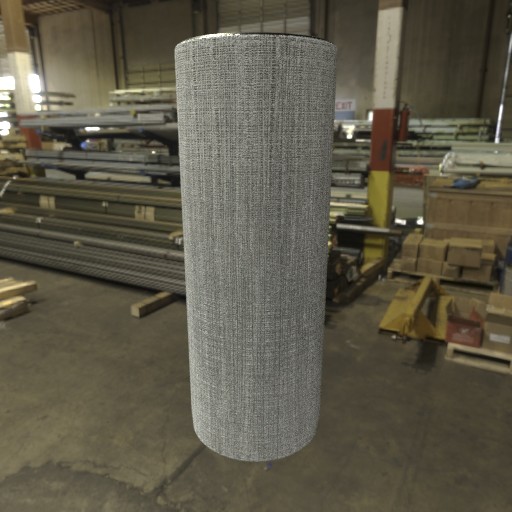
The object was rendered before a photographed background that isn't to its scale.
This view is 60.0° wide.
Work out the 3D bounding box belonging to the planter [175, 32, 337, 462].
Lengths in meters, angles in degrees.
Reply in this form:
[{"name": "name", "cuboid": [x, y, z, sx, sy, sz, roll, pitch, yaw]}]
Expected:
[{"name": "planter", "cuboid": [0.000, 0.000, 0.314, 0.100, 0.270, 0.100, 9, 19, 27]}]
